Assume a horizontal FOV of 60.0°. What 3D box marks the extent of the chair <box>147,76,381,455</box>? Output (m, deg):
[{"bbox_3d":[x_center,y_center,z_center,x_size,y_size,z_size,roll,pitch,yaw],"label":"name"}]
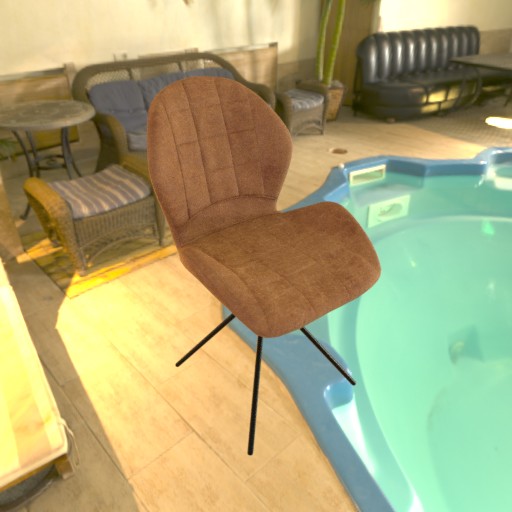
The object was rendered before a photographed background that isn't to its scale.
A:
[{"bbox_3d":[0.000,0.000,1.322,0.527,0.929,0.640,-22,38,-31],"label":"chair"}]
